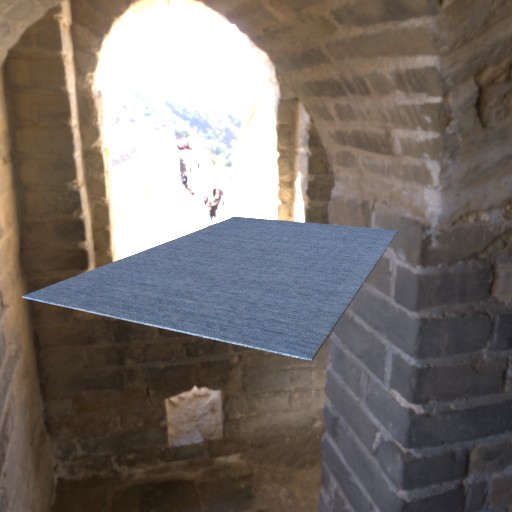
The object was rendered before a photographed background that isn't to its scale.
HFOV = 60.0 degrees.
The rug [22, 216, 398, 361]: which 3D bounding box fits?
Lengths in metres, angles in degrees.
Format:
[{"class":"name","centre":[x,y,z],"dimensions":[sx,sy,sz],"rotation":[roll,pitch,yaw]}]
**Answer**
[{"class":"rug","centre":[0.000,0.000,2.212],"dimensions":[1.142,0.006,1.752],"rotation":[7,18,24]}]
